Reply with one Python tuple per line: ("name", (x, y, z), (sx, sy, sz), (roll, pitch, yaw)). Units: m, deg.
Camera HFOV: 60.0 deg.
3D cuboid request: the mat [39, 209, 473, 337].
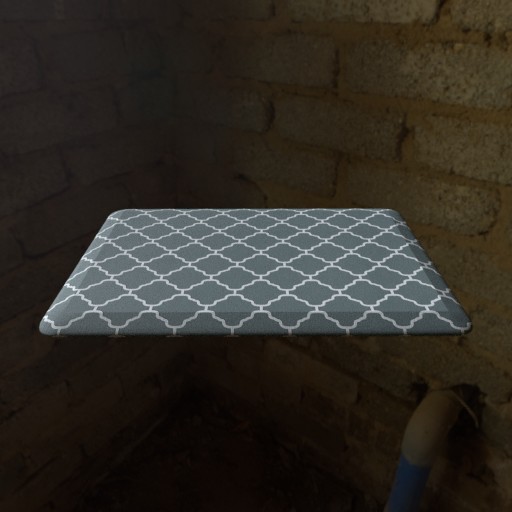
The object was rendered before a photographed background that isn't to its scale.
("mat", (0.000, 0.000, 0.966), (0.762, 0.021, 0.508), (0, 31, 0))
